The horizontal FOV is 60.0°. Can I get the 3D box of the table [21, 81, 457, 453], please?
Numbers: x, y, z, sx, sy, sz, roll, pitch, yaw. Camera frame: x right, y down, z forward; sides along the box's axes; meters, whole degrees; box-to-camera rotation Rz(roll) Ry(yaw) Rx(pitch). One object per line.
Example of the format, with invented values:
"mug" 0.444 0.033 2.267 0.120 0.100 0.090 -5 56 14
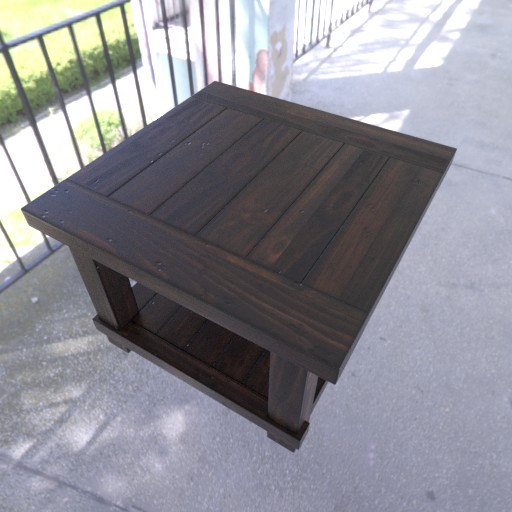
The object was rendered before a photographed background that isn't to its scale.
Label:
"table" 0.000 0.000 0.998 0.606 0.437 0.593 24 50 21
